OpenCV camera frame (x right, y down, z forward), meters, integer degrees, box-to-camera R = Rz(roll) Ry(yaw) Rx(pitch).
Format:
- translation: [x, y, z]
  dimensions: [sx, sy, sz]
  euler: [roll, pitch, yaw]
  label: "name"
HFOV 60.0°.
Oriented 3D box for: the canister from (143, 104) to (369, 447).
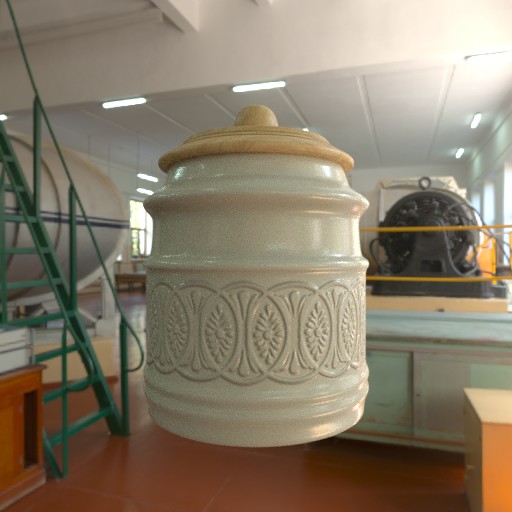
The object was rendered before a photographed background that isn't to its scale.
- translation: [0.000, 0.000, 0.262]
  dimensions: [0.130, 0.176, 0.130]
  euler: [0, 0, 0]
  label: "canister"
